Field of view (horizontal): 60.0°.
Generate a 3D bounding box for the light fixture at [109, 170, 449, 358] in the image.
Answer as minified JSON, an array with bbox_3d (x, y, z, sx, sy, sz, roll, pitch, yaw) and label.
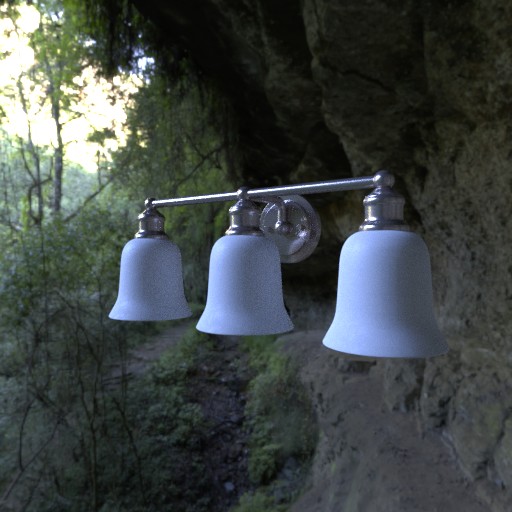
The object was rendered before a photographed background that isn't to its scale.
[{"bbox_3d":[0.000,0.000,0.681,0.570,0.211,0.198,0,0,37],"label":"light fixture"}]
